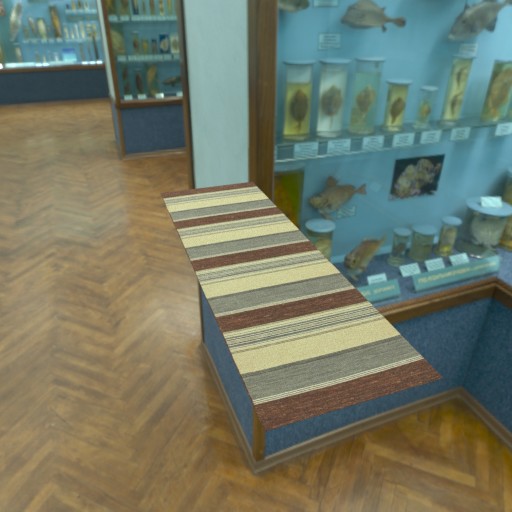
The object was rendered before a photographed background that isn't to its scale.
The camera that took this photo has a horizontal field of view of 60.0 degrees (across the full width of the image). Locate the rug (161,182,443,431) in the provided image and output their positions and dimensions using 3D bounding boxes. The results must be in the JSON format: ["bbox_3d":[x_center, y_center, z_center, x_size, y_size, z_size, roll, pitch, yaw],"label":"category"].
[{"bbox_3d":[0.000,0.000,2.723,0.792,0.006,2.437,-10,31,-17],"label":"rug"}]
